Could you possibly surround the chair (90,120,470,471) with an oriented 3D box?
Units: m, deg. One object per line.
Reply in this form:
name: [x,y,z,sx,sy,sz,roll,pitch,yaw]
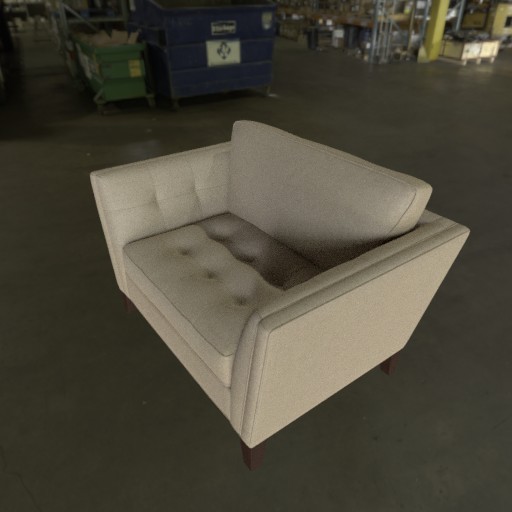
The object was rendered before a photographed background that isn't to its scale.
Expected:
chair: [0.000,0.000,2.031,0.965,0.940,1.397,-22,38,-30]
